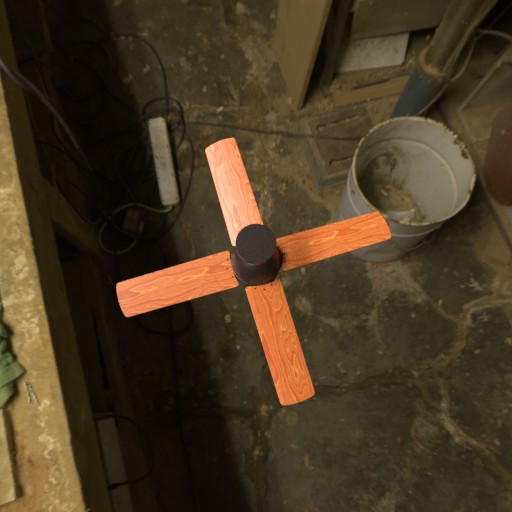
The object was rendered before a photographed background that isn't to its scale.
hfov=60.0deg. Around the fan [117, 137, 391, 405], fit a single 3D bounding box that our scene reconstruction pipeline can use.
[{"bbox_3d":[0.000,0.000,2.018,1.332,0.403,1.332,-16,75,-4],"label":"fan"}]
